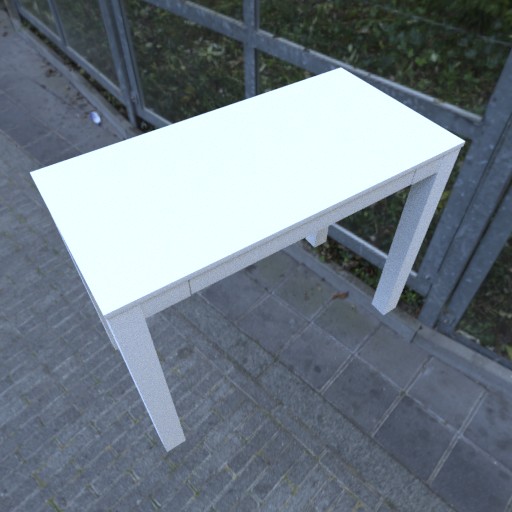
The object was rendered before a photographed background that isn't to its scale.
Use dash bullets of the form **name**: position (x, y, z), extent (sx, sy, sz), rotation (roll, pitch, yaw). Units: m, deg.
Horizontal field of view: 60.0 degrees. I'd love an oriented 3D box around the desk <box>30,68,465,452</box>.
- **desk**: position (0.000, 0.000, 1.407), extent (0.990, 0.762, 0.497), rotation (-26, 54, -21)
